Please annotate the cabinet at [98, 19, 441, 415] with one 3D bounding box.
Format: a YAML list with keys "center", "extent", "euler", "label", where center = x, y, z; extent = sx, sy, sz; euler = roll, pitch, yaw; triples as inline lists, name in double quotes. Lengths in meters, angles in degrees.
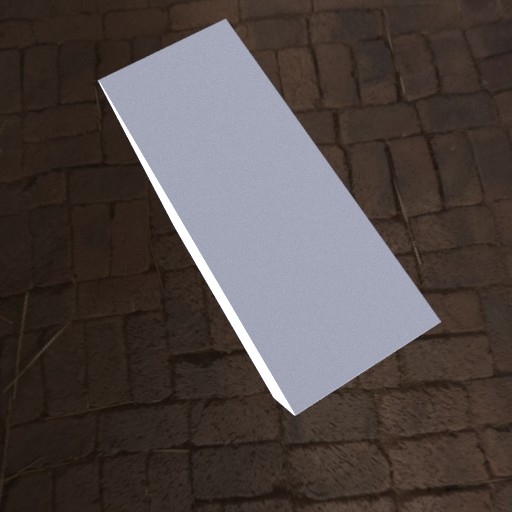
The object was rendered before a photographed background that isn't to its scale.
- center: [0.000, 0.000, 1.685]
  extent: [0.400, 1.190, 1.000]
  euler: [-30, 76, -8]
  label: "cabinet"
